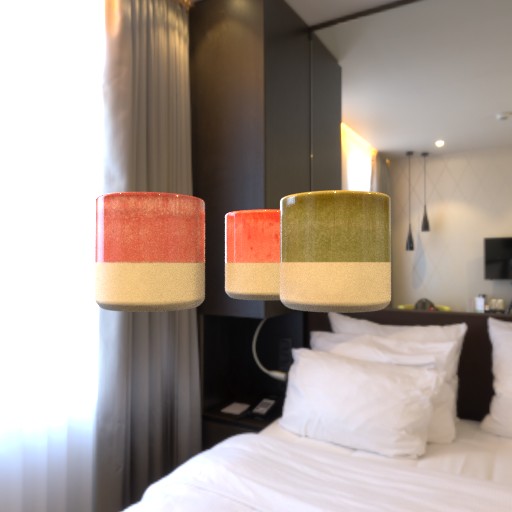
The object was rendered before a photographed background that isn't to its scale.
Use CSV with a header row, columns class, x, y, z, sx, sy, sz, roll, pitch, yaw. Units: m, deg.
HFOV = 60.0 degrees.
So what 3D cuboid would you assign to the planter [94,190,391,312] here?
class,x,y,z,sx,sy,sz,roll,pitch,yaw
planter,0.000,0.000,0.412,0.257,0.075,0.286,0,-1,0
